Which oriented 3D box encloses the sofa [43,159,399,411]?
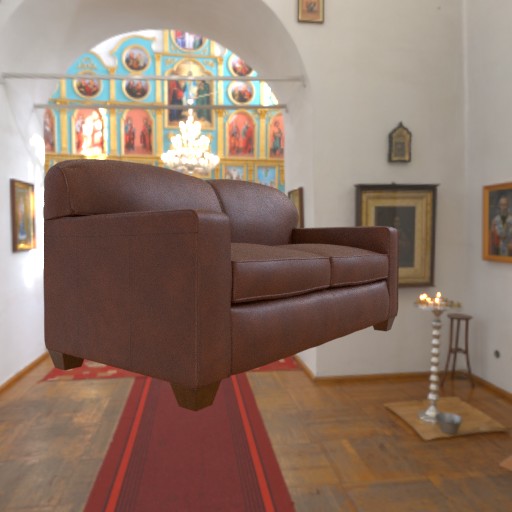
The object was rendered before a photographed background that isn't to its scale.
[{"bbox_3d":[0.000,0.000,2.391,1.000,0.966,1.856,1,2,37],"label":"sofa"}]
